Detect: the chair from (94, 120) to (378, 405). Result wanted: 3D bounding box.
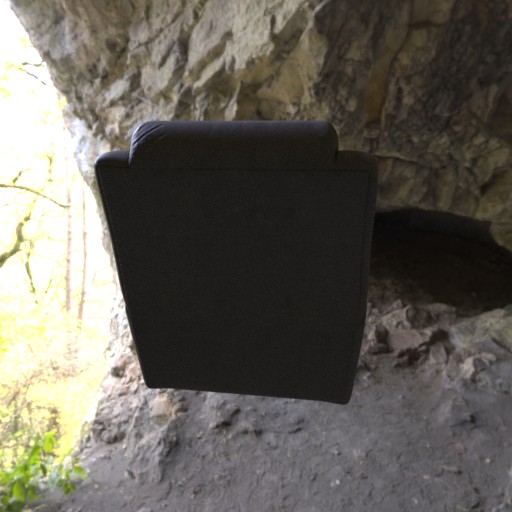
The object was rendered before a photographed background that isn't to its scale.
[{"bbox_3d":[0.000,0.000,1.923,0.967,1.116,1.068,2,17,8],"label":"chair"}]
